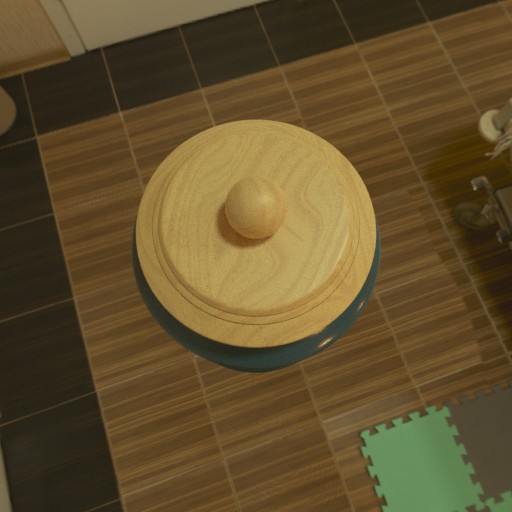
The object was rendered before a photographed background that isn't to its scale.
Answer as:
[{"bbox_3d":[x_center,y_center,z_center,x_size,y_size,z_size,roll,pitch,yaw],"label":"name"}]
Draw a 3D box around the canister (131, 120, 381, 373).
[{"bbox_3d":[0.000,0.000,0.259,0.130,0.176,0.130,0,74,0],"label":"canister"}]
